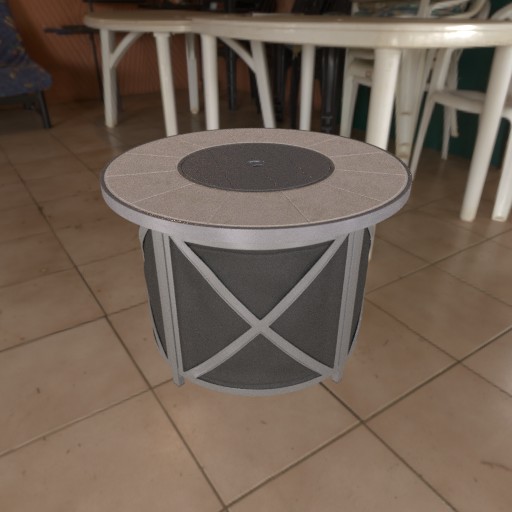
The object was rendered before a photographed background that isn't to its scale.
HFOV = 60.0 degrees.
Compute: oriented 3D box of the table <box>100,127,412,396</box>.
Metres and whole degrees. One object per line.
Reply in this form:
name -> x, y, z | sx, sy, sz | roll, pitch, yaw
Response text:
table -> 0.000, 0.000, 1.516 | 0.914, 0.650, 0.914 | 0, 30, 0
